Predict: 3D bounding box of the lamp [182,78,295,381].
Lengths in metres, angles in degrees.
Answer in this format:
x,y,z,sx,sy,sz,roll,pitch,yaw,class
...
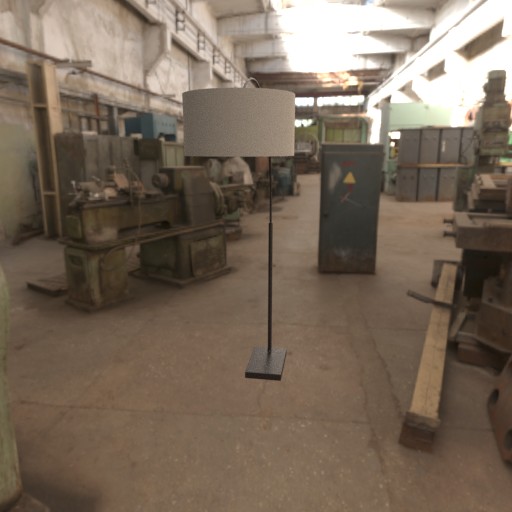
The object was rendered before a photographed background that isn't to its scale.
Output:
x,y,z,sx,sy,sz,roll,pitch,yaw,class
0.000,0.000,2.593,0.493,1.927,1.424,2,14,9,lamp
